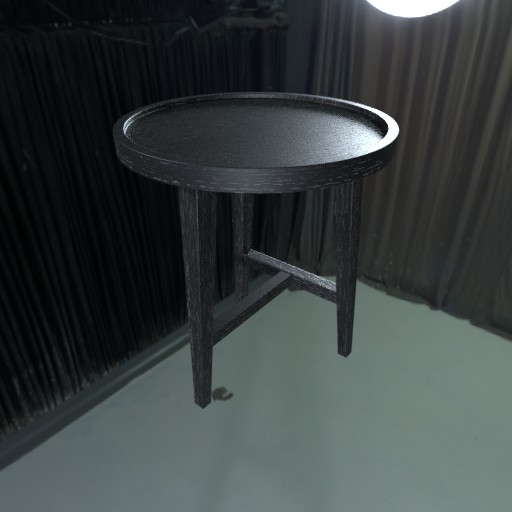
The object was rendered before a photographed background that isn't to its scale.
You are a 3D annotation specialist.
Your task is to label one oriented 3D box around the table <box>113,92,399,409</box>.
[{"bbox_3d":[0.000,0.000,0.759,0.399,0.460,0.399,0,31,0],"label":"table"}]
